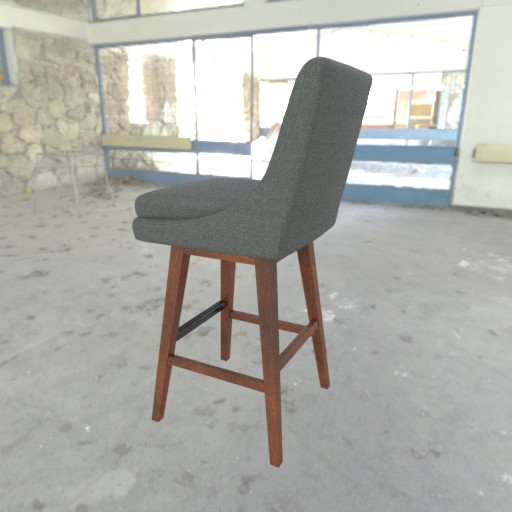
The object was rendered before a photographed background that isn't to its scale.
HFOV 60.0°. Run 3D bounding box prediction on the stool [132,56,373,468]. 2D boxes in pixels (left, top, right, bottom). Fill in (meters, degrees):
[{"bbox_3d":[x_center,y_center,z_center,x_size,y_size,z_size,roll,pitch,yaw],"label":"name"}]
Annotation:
[{"bbox_3d":[0.000,0.000,1.257,0.524,0.977,0.447,9,19,26],"label":"stool"}]
